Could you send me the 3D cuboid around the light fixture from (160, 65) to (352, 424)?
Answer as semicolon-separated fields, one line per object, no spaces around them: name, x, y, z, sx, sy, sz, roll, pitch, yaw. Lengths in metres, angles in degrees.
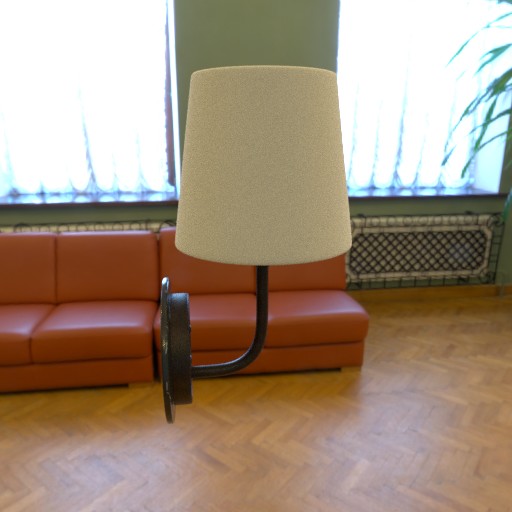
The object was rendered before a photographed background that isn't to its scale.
light fixture;0.000;0.000;0.443;0.188;0.337;0.168;-2;16;-8
